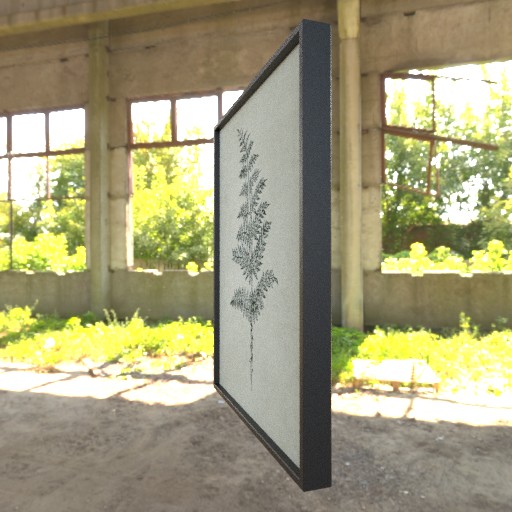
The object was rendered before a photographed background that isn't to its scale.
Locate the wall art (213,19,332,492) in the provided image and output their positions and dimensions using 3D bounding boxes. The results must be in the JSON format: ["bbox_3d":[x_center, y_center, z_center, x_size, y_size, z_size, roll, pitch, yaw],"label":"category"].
[{"bbox_3d":[0.000,0.000,0.738,0.039,0.555,0.449,0,-1,-19],"label":"wall art"}]
